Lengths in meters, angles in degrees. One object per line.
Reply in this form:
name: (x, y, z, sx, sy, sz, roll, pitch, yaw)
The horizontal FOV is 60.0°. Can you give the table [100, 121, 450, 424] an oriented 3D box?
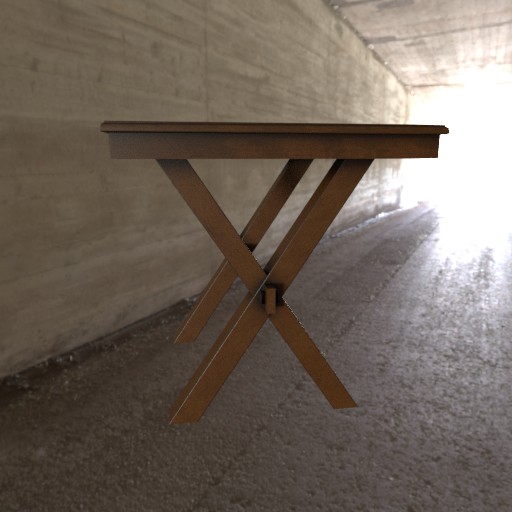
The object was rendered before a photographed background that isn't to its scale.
table: (0.000, 0.000, 1.046, 0.560, 0.562, 0.602, -2, 13, -9)
